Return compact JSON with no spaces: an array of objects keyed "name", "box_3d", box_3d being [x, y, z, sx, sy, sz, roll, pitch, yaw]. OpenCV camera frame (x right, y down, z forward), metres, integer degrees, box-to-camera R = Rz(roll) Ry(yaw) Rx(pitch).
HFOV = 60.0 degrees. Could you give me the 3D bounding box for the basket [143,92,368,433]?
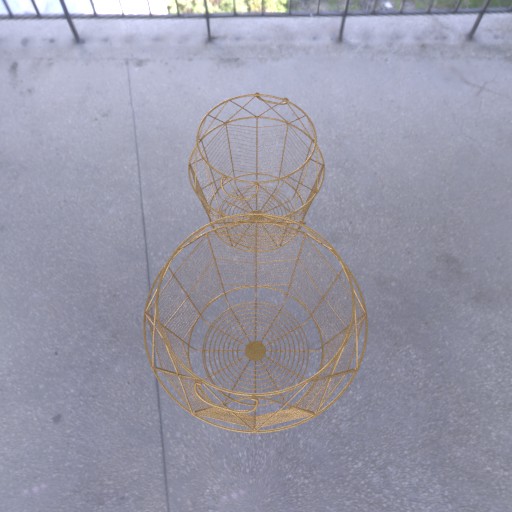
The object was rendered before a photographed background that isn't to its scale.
[{"name":"basket","box_3d":[0.000,0.000,1.048,0.451,0.343,0.805,0,60,0]}]
